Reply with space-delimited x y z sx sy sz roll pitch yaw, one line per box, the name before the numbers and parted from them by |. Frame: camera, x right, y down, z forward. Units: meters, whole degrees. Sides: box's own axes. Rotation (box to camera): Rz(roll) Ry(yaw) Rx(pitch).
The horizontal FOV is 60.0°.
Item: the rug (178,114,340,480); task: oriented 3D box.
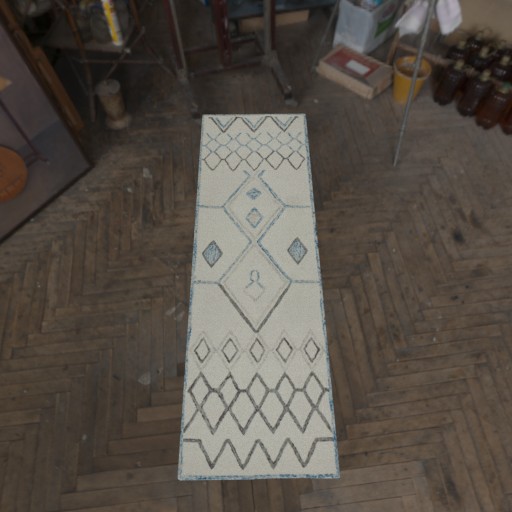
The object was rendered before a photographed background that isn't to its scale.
rug | 0.000 0.000 2.703 0.770 0.013 2.434 -1 60 0
